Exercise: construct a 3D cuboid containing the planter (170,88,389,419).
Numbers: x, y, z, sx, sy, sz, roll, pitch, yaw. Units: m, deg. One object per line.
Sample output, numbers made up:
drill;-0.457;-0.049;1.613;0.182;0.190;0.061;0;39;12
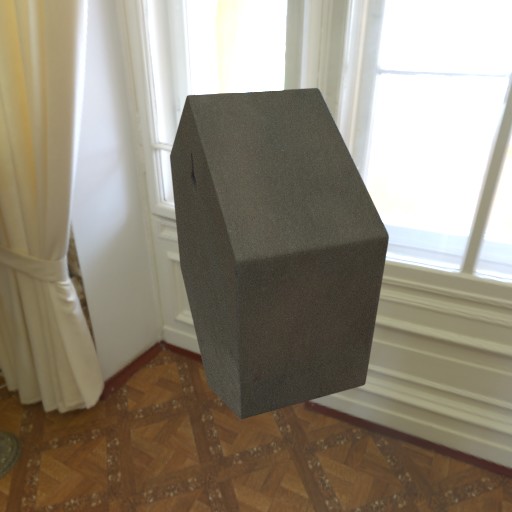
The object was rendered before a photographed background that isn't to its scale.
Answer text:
planter;0.000;0.000;0.293;0.077;0.206;0.169;-10;30;-17
